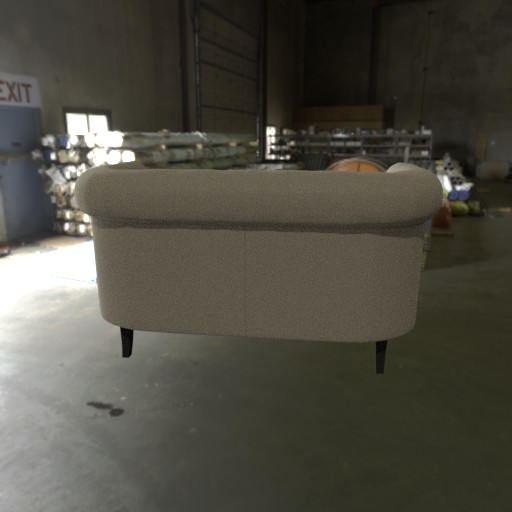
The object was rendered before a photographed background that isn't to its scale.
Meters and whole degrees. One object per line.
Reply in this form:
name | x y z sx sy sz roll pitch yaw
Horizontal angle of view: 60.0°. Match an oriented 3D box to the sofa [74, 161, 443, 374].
sofa | 0.000 0.000 2.040 1.558 0.827 0.835 2 15 7
